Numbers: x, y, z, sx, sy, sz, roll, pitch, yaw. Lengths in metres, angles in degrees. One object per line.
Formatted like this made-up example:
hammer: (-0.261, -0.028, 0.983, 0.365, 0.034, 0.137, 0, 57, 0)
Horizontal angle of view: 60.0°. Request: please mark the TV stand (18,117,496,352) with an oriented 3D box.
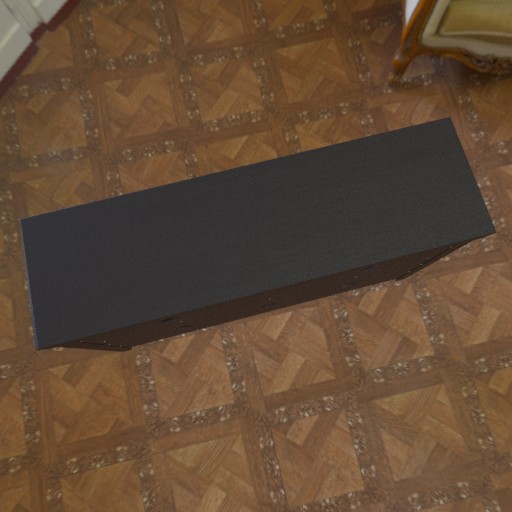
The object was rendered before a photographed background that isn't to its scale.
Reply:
TV stand: (0.000, 0.000, 1.480, 1.198, 0.681, 0.347, -14, 77, -3)
